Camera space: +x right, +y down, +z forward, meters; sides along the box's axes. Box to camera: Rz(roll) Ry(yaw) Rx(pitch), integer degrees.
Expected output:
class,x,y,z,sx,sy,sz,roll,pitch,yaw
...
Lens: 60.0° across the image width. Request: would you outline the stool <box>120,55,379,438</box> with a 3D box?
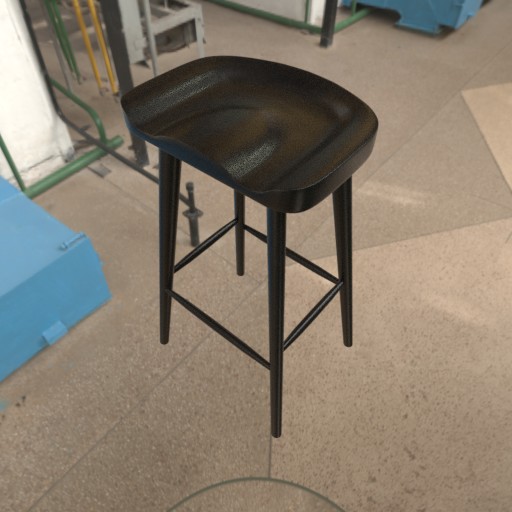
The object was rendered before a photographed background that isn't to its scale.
class,x,y,z,sx,sy,sz,roll,pitch,yaw
stool,0.000,0.000,1.009,0.440,0.749,0.361,32,55,26
